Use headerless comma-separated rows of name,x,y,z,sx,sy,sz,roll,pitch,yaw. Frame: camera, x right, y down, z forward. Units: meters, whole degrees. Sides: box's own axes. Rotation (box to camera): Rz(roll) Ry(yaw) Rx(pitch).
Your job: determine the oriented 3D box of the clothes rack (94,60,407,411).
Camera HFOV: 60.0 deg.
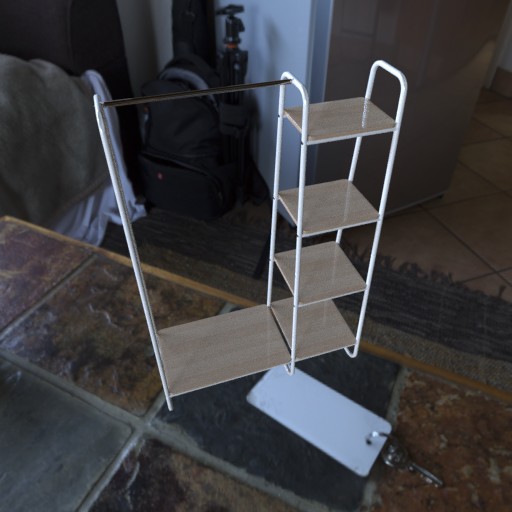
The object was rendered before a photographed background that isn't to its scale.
clothes rack,0.000,0.000,1.928,1.011,1.500,0.400,-12,43,-13
